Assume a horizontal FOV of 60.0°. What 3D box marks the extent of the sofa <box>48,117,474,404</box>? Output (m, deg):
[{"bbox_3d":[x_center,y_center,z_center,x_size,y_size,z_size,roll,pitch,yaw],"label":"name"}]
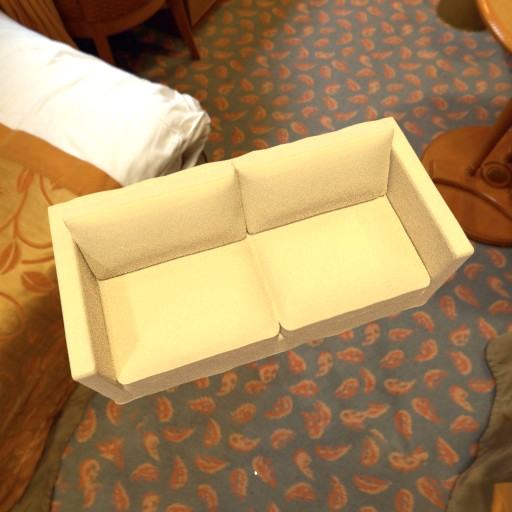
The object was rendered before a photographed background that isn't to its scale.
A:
[{"bbox_3d":[0.000,0.000,2.475,1.987,0.870,0.940,-17,65,-8],"label":"sofa"}]
